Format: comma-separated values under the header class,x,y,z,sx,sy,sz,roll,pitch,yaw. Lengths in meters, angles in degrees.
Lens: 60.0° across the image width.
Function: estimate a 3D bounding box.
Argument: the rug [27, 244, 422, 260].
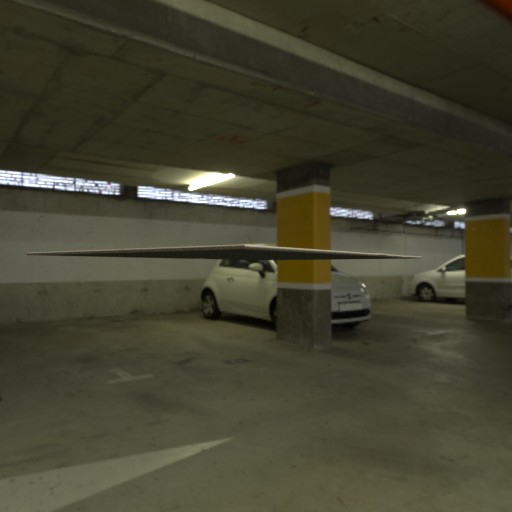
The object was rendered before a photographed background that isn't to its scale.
class,x,y,z,sx,sy,sz,roll,pitch,yaw
rug,0.000,0.000,2.966,1.540,0.021,2.290,-1,-2,36
